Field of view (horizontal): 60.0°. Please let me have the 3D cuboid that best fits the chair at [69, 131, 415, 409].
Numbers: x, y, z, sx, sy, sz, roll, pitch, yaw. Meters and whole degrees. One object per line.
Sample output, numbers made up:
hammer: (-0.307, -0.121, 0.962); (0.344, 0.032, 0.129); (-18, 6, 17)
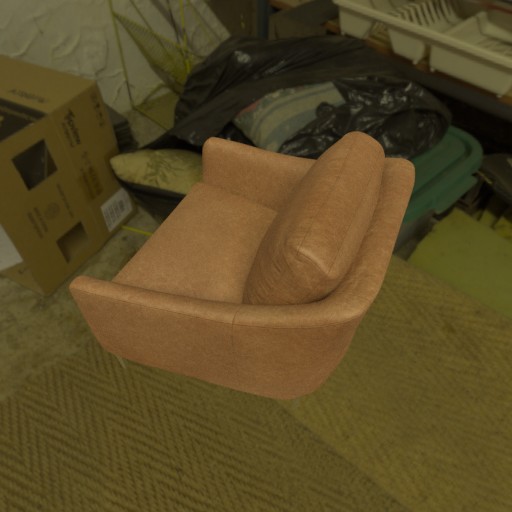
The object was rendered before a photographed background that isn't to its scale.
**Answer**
chair: (0.000, 0.000, 1.725); (0.963, 0.895, 0.988); (18, 49, 16)
